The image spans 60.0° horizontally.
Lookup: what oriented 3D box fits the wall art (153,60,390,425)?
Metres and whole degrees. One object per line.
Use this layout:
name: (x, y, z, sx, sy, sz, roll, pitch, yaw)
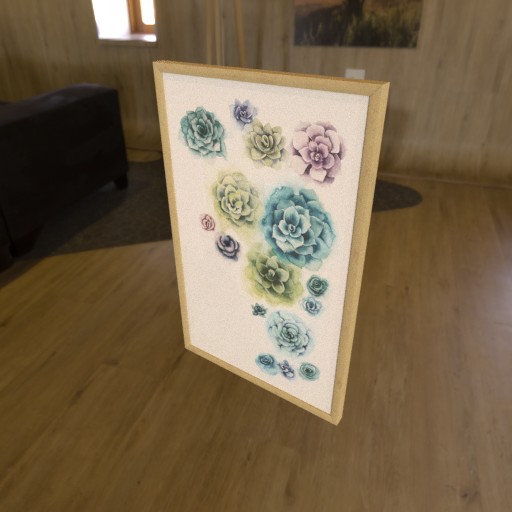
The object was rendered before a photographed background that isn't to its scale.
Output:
wall art: (0.000, 0.000, 1.039, 0.510, 0.810, 0.039, 19, 35, 29)
